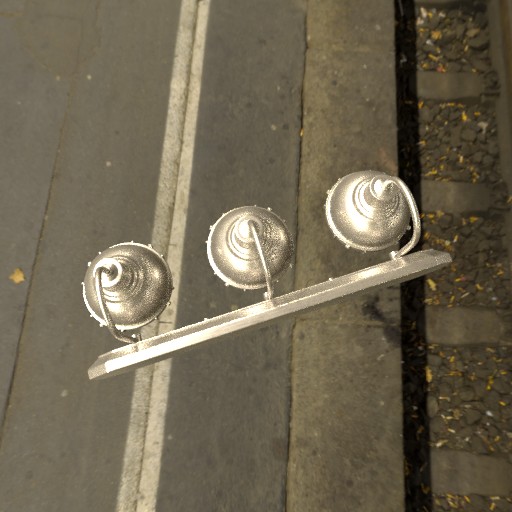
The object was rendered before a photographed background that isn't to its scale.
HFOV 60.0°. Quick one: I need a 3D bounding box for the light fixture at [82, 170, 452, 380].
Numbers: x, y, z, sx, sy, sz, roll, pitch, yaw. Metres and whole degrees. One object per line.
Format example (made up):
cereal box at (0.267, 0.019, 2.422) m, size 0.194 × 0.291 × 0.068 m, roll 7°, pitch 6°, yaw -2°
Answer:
light fixture at (0.000, 0.000, 0.763) m, size 0.634 × 0.254 × 0.229 m, roll -17°, pitch 76°, yaw -4°
